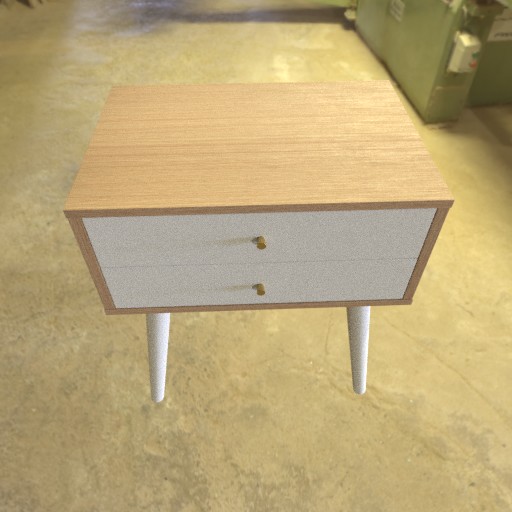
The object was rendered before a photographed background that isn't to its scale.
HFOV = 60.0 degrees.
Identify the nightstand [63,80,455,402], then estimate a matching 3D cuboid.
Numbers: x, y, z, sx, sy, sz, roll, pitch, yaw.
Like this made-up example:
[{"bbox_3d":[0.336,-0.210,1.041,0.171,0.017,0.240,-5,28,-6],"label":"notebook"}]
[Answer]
[{"bbox_3d":[0.000,0.000,0.995,0.571,0.610,0.407,-2,46,-2],"label":"nightstand"}]
